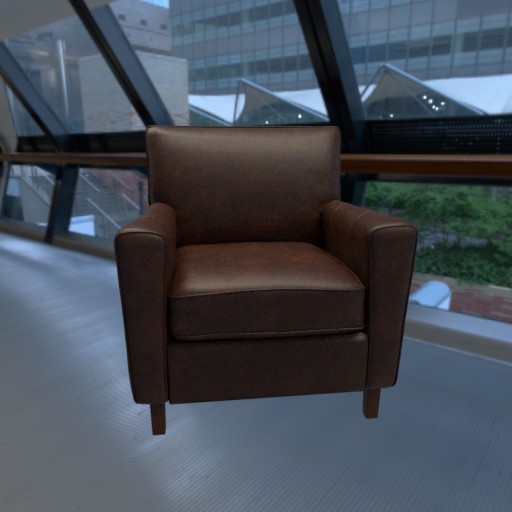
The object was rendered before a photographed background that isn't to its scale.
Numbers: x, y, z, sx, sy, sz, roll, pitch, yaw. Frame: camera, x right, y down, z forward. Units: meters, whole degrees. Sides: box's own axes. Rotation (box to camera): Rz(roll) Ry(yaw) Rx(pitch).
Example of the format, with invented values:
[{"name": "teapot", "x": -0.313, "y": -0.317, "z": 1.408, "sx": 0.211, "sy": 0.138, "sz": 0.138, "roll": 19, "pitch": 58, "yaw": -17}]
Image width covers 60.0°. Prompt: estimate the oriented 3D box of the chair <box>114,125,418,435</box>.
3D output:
[{"name": "chair", "x": 0.000, "y": 0.000, "z": 1.635, "sx": 0.870, "sy": 0.943, "sz": 0.823, "roll": -2, "pitch": 15, "yaw": -7}]
